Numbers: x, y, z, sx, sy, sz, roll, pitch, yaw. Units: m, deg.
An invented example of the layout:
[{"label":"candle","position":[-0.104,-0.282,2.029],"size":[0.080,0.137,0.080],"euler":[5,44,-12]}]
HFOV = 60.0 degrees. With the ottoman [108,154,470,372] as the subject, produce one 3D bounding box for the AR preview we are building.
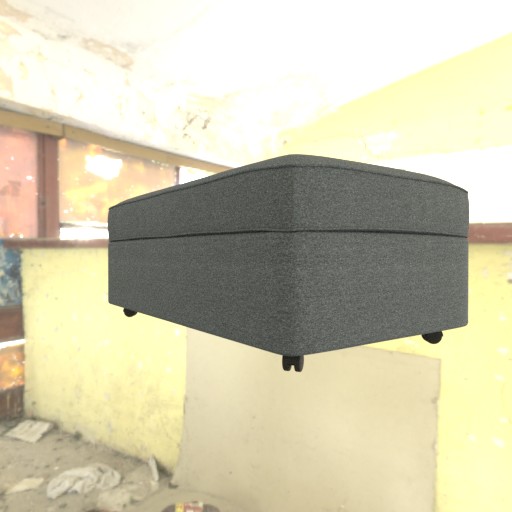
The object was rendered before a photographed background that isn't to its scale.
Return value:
[{"label":"ottoman","position":[0.000,0.000,1.526],"size":[0.681,0.494,1.173],"euler":[0,1,-36]}]
